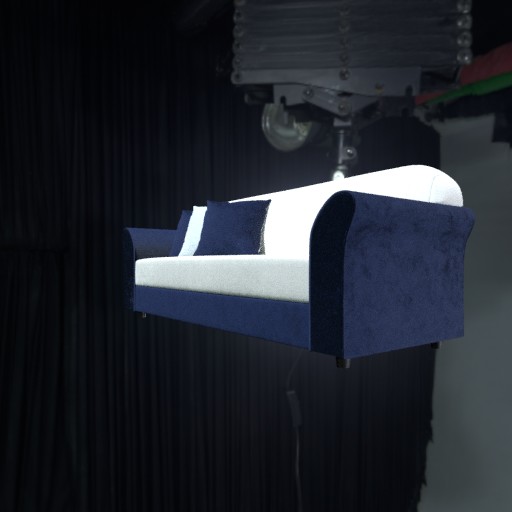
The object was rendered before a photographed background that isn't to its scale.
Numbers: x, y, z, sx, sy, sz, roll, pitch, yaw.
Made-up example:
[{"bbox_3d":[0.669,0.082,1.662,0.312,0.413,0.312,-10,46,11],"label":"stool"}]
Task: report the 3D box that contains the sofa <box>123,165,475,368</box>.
[{"bbox_3d":[0.000,0.000,2.395,0.749,0.789,2.006,1,-1,-37],"label":"sofa"}]
